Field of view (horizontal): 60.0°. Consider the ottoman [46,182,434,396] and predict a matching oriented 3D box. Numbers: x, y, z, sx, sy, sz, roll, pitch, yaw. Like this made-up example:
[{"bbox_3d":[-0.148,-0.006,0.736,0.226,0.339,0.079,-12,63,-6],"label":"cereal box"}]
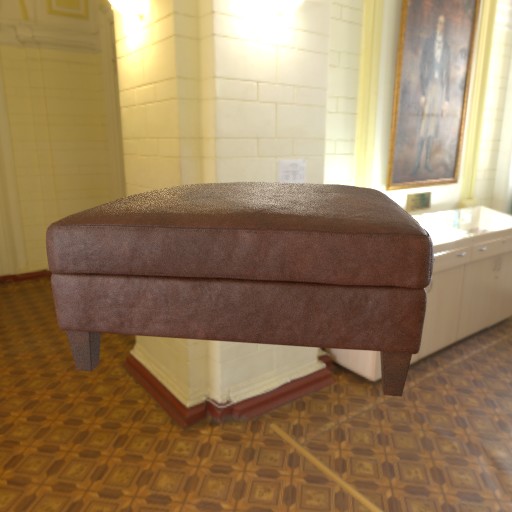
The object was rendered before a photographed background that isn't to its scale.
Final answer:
[{"bbox_3d":[0.000,0.000,1.324,0.844,0.415,0.836,2,14,8],"label":"ottoman"}]
